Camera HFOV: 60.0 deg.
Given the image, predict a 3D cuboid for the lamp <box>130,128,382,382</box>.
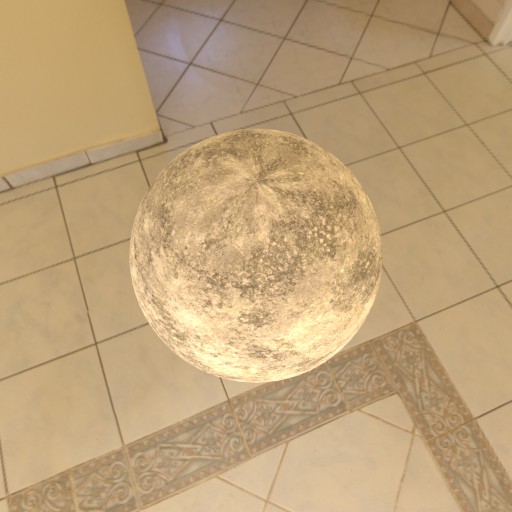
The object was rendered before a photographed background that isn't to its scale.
[{"bbox_3d":[0.000,0.000,0.769,0.422,0.429,0.422,0,63,0],"label":"lamp"}]
